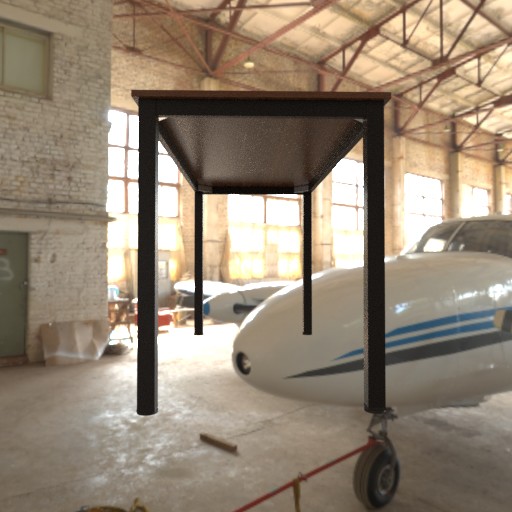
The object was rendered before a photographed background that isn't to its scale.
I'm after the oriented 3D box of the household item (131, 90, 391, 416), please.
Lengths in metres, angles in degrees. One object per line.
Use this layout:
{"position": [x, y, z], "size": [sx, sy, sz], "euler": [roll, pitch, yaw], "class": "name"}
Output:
{"position": [0.000, 0.000, 1.614], "size": [0.600, 0.750, 1.200], "euler": [0, -1, -1], "class": "household item"}
